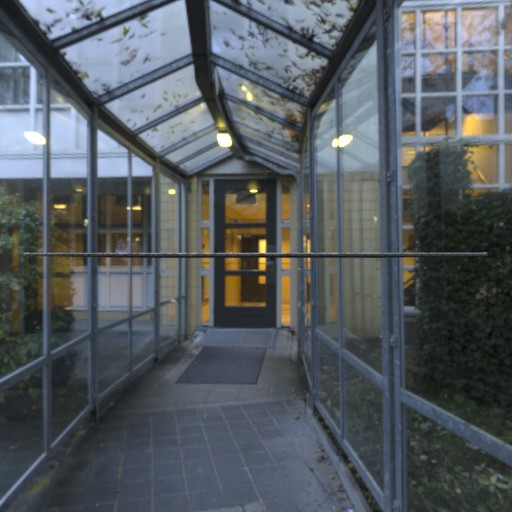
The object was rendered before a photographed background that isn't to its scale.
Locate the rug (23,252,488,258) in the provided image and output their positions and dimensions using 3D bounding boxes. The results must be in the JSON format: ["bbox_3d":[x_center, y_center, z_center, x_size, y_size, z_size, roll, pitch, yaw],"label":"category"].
[{"bbox_3d":[0.000,0.000,4.099,3.049,0.025,2.449,0,-1,1],"label":"rug"}]
